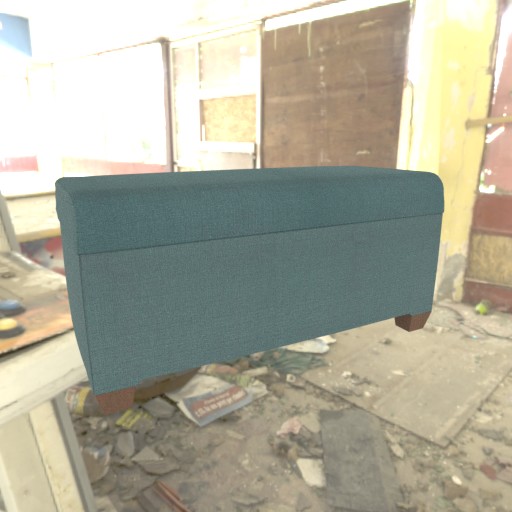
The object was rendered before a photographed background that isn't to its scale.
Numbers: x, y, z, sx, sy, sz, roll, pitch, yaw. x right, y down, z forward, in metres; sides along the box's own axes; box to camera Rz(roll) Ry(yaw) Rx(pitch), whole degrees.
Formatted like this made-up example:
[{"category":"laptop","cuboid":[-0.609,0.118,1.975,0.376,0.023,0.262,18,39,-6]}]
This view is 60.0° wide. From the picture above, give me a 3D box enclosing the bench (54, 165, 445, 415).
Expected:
[{"category":"bench","cuboid":[0.000,0.000,1.254,0.995,0.474,0.476,-8,17,-26]}]
